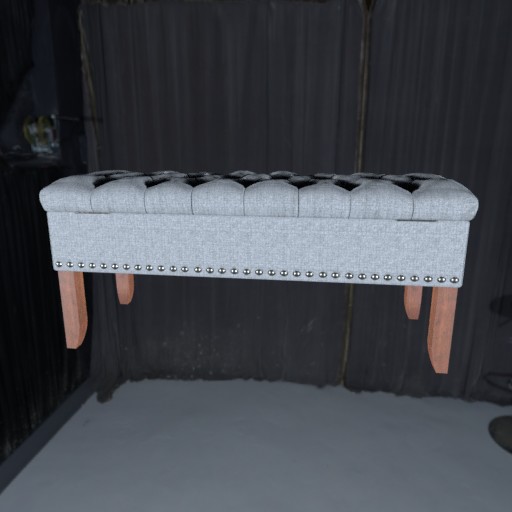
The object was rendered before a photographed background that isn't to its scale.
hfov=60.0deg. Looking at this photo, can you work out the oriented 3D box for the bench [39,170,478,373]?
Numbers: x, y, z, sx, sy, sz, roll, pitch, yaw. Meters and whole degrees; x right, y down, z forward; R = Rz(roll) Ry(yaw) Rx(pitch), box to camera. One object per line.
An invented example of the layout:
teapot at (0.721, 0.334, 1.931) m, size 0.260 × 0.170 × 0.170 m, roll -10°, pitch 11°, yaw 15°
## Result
bench at (0.000, 0.000, 1.288) m, size 1.052 × 0.470 × 0.417 m, roll 2°, pitch 15°, yaw 8°
